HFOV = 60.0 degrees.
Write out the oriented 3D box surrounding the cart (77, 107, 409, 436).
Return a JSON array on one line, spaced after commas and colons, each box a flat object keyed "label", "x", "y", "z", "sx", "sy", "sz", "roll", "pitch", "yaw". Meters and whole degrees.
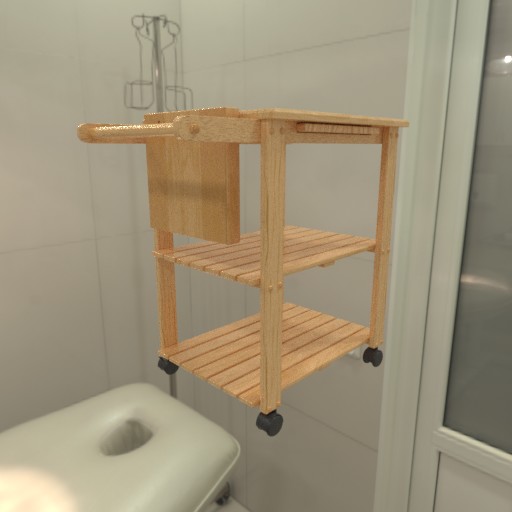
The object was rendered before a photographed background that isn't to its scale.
[{"label": "cart", "x": 0.000, "y": 0.000, "z": 1.347, "sx": 0.520, "sy": 0.816, "sz": 0.843, "roll": 13, "pitch": 19, "yaw": 43}]
